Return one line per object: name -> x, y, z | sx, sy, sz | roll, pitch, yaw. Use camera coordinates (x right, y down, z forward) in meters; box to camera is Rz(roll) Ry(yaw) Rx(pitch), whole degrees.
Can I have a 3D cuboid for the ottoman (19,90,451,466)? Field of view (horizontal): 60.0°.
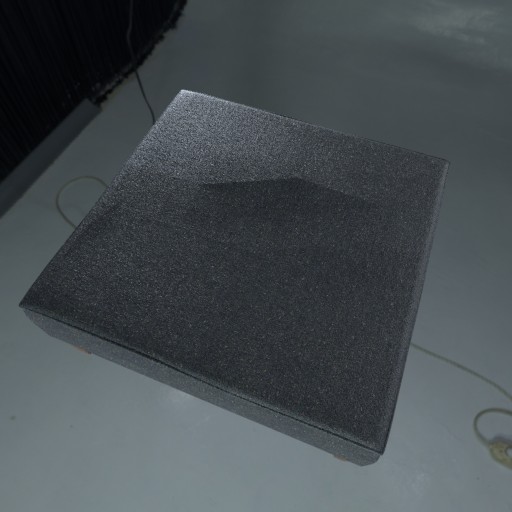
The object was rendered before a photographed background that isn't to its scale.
ottoman -> 0.000, 0.000, 1.456 | 1.004, 0.382, 0.968 | 19, 60, 11
